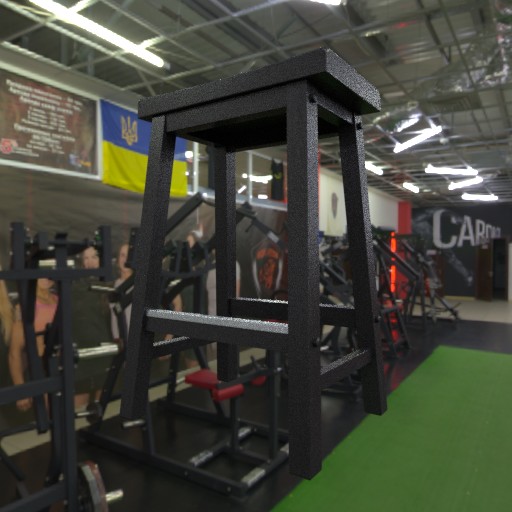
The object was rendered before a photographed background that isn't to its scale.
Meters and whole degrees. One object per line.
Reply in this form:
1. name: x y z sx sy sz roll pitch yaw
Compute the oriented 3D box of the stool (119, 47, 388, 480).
1. stool: 0.000 0.000 0.849 0.406 0.610 0.322 1 1 35
